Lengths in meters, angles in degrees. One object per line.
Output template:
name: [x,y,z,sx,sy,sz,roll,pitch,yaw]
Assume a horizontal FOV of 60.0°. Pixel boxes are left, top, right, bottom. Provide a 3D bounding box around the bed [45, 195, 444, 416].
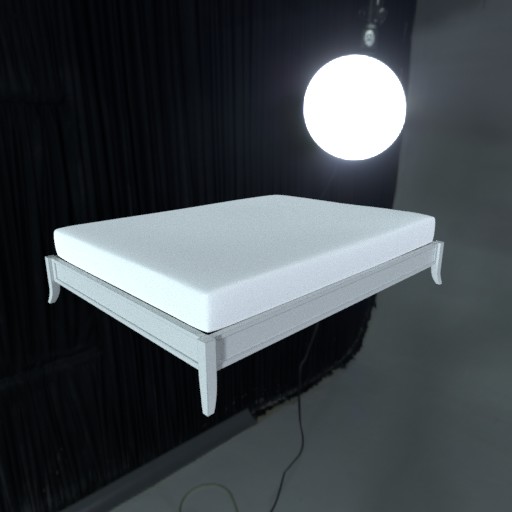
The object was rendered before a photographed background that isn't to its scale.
bed: [0.000,0.000,2.891,2.108,0.510,1.604,-16,23,-42]
